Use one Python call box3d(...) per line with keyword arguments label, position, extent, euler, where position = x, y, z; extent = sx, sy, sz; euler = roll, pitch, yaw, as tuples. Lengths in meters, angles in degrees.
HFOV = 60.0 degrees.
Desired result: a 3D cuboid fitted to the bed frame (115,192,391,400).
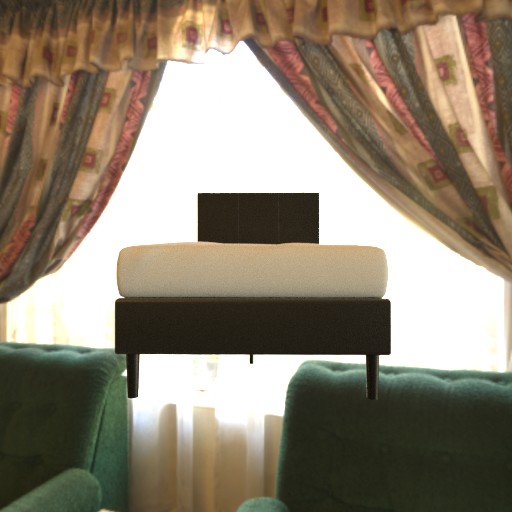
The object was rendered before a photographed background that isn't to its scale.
box3d(label="bed frame", position=(0.000, 0.000, 2.519), extent=(1.038, 1.046, 2.152), euler=(0, 0, 1))
